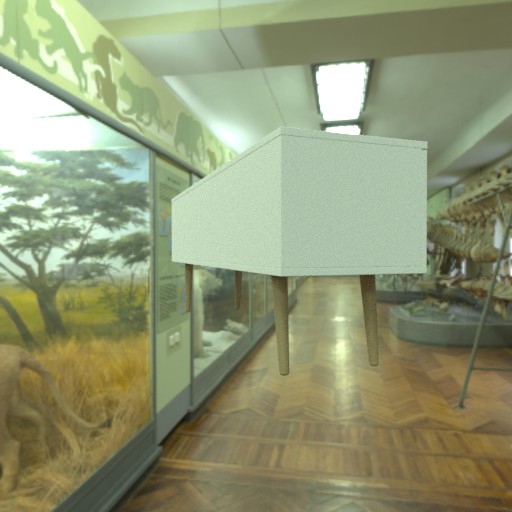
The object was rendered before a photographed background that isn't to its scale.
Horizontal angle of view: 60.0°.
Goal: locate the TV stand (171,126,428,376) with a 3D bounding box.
[{"bbox_3d":[0.000,0.000,1.657,0.401,0.560,1.398,0,1,-20],"label":"TV stand"}]
